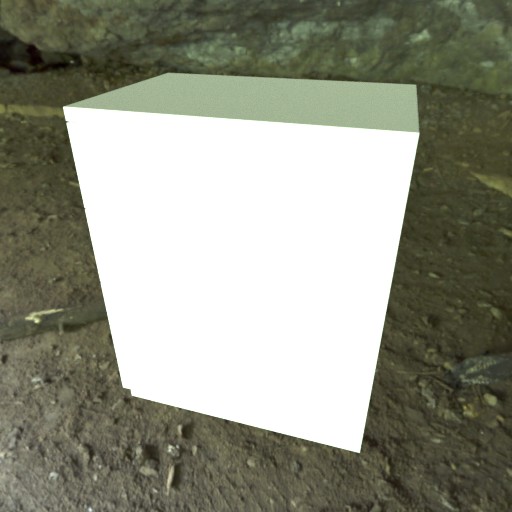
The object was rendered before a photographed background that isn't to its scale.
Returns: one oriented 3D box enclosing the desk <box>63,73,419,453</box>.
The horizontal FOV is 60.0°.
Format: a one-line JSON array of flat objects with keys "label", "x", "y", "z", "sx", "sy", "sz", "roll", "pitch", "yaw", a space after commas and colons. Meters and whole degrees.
[{"label": "desk", "x": 0.000, "y": 0.000, "z": 1.047, "sx": 0.600, "sy": 0.730, "sz": 0.404, "roll": 9, "pitch": 32, "yaw": 14}]
